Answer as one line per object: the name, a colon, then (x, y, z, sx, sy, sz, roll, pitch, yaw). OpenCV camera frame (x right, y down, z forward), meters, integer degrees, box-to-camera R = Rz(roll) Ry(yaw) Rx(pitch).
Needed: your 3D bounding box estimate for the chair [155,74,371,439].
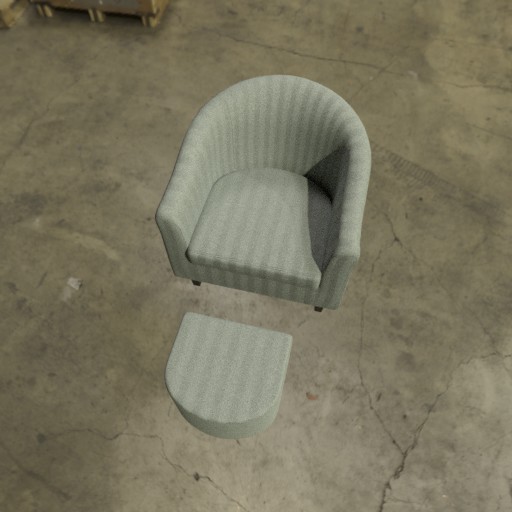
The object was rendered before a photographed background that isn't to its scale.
chair: (0.000, 0.000, 1.757, 0.756, 0.757, 1.288, 11, 58, 7)
